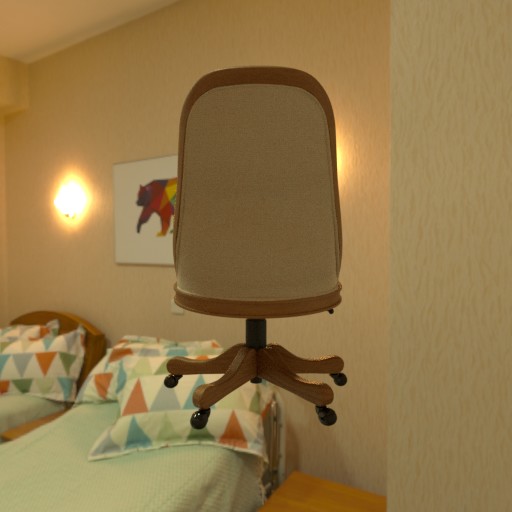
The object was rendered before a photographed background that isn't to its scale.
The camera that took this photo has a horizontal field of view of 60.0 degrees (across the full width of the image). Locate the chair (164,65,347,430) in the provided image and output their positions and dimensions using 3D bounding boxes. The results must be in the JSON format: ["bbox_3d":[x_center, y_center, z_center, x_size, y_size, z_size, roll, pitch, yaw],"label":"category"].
[{"bbox_3d":[0.000,0.000,1.549,0.702,1.009,0.811,0,1,0],"label":"chair"}]
